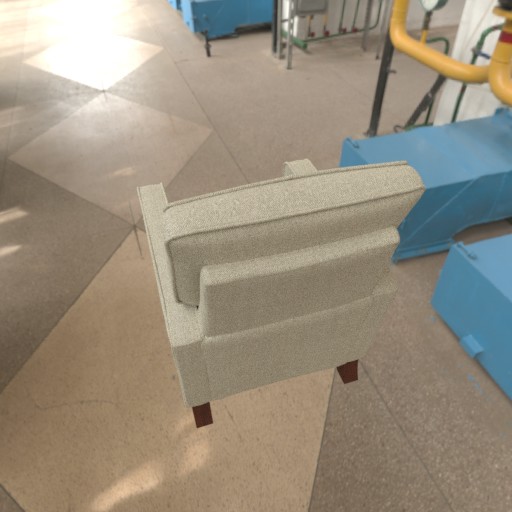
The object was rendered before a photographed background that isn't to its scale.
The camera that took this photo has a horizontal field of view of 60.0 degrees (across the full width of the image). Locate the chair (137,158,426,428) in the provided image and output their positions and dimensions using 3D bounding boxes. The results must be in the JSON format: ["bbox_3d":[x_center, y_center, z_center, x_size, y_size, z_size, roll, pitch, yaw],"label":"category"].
[{"bbox_3d":[0.000,0.000,1.425,0.648,0.888,0.754,-12,43,-13],"label":"chair"}]
